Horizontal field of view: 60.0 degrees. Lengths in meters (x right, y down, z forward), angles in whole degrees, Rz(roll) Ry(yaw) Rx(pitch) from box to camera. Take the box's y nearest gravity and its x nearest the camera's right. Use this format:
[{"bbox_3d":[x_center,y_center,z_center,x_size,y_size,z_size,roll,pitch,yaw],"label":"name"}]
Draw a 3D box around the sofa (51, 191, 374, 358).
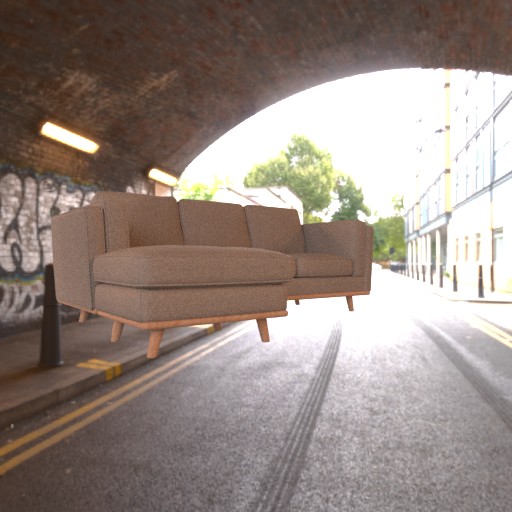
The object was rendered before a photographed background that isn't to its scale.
[{"bbox_3d":[0.000,0.000,3.148,2.411,0.929,1.604,0,-1,-37],"label":"sofa"}]
